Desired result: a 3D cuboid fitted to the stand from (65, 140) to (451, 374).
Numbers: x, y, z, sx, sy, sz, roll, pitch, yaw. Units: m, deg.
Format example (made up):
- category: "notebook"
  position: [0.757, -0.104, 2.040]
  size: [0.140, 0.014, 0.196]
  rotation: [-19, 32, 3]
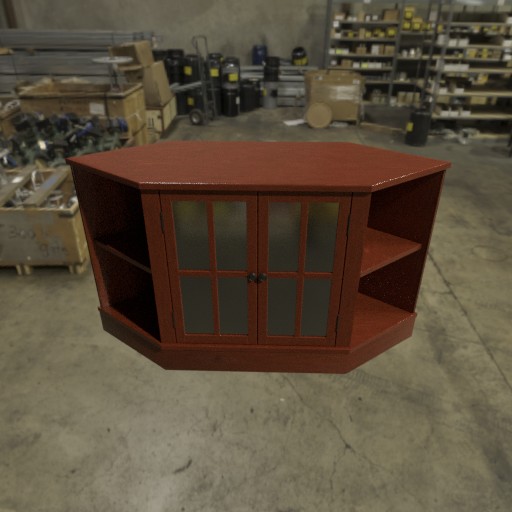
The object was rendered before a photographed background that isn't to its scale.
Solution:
- category: "stand"
  position: [0.000, 0.000, 1.381]
  size: [1.072, 0.614, 0.381]
  rotation: [1, 30, 2]
